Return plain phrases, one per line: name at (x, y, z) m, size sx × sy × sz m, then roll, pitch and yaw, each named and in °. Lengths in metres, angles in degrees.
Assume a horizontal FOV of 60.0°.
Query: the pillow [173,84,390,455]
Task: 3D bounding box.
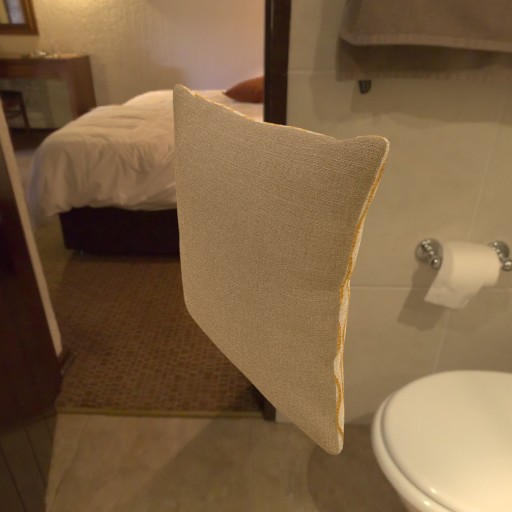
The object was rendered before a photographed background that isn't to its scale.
pillow at (0.000, 0.000, 0.654) m, size 0.159 × 0.436 × 0.429 m, roll -19°, pitch 34°, yaw -31°
